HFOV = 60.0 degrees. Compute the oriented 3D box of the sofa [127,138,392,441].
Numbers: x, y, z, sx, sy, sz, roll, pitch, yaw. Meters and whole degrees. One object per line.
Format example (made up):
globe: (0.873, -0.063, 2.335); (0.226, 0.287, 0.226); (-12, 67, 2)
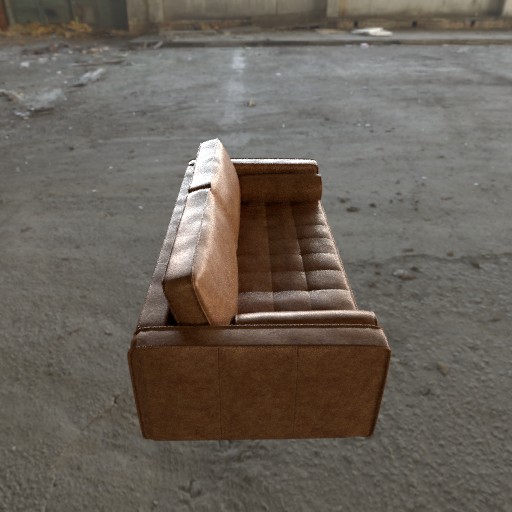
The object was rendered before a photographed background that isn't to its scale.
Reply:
sofa: (0.000, 0.000, 2.398); (0.924, 0.825, 1.920); (-1, 32, -1)
